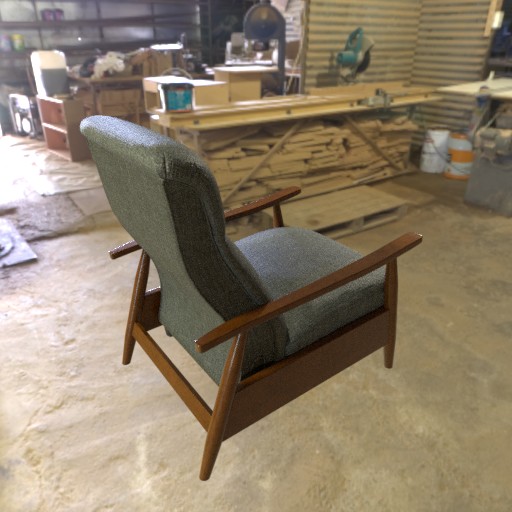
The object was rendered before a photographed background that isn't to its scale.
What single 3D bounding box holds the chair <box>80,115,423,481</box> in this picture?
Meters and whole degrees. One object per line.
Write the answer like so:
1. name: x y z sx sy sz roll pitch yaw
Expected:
1. chair: 0.000 0.000 1.726 1.030 1.082 0.762 -18 32 -31
